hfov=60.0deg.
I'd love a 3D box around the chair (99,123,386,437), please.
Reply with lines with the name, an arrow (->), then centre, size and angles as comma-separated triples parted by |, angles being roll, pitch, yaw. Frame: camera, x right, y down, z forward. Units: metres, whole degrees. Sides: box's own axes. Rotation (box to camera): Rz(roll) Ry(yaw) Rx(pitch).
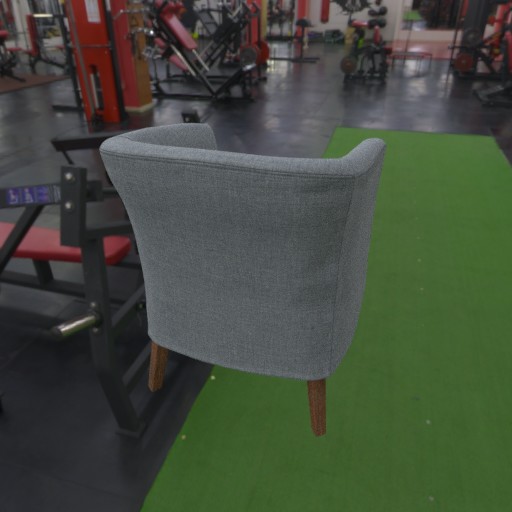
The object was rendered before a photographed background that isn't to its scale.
chair -> 0.000, 0.000, 1.253 | 0.600, 0.771, 0.668 | 9, 31, 16
